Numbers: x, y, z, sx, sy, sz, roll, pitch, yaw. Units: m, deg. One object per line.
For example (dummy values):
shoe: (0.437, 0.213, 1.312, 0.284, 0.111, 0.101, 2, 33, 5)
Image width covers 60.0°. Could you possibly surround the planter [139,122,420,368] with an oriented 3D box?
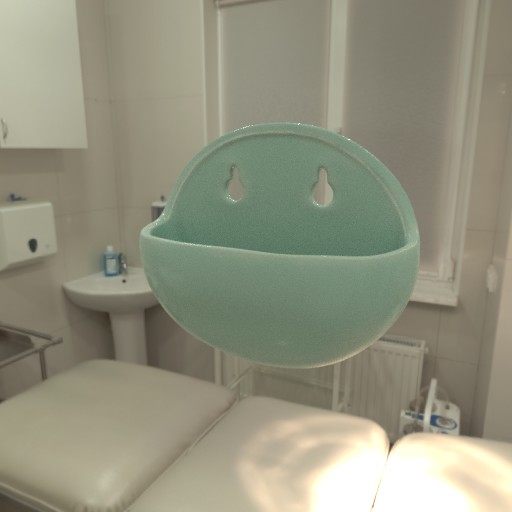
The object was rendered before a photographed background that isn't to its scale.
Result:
planter: (0.000, 0.000, 0.278, 0.189, 0.164, 0.073, 7, 15, 25)
